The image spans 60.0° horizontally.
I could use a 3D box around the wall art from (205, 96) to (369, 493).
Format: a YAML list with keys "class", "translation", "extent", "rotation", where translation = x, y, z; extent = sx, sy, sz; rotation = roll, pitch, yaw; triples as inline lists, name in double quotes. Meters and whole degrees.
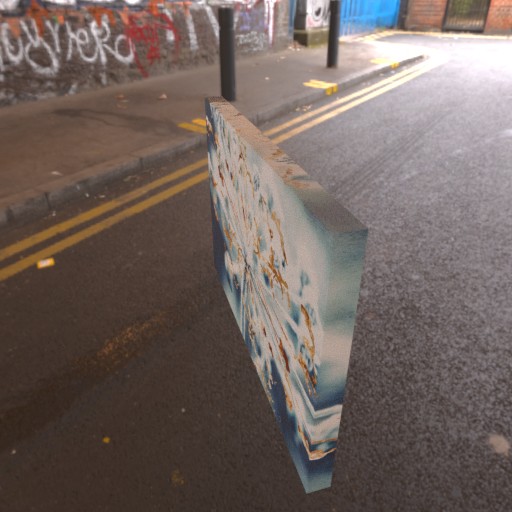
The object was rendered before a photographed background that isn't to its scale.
- class: "wall art"
  translation: [0.000, 0.000, 0.758]
  extent: [0.036, 0.405, 0.607]
  rotation: [-9, 32, -14]
